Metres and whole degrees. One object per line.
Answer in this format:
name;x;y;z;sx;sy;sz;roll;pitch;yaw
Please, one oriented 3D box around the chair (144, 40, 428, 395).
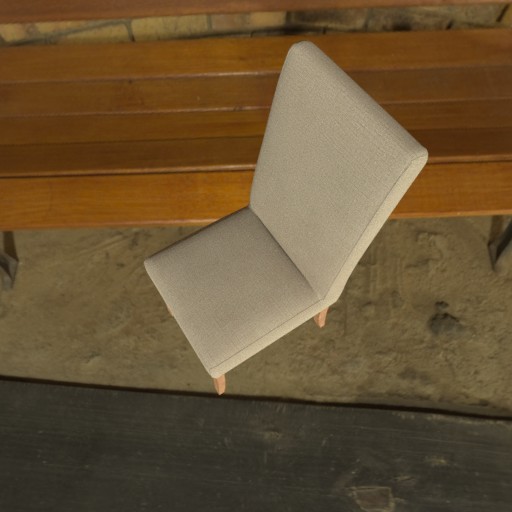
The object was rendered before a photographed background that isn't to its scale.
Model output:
chair;0.000;0.000;1.382;0.611;1.033;0.450;-31;67;-14
